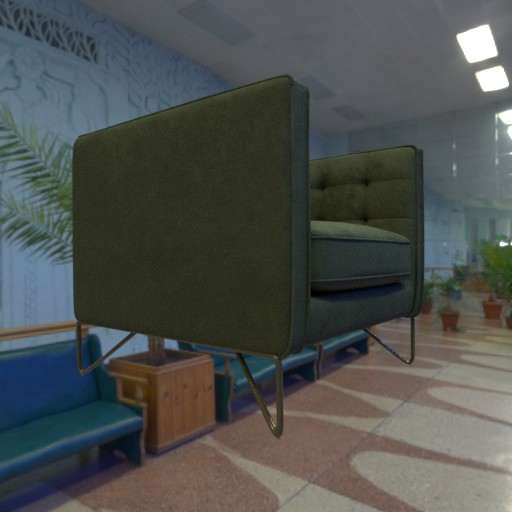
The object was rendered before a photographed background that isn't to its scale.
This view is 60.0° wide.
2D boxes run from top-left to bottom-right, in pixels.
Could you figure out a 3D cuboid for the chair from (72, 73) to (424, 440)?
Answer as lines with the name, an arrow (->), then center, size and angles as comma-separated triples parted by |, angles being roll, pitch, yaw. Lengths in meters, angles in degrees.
chair -> 0.000, 0.000, 1.521 | 0.894, 0.790, 0.880 | 0, 0, 38
